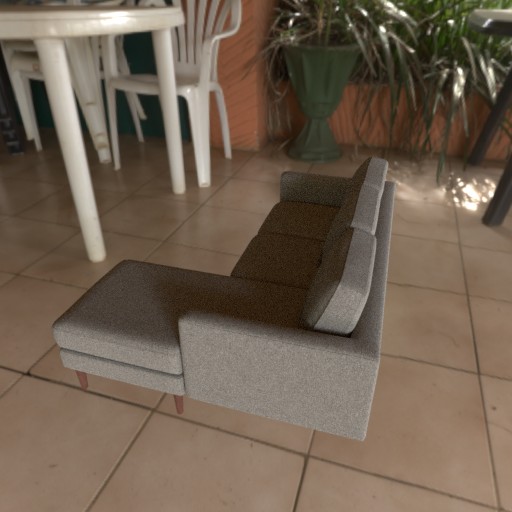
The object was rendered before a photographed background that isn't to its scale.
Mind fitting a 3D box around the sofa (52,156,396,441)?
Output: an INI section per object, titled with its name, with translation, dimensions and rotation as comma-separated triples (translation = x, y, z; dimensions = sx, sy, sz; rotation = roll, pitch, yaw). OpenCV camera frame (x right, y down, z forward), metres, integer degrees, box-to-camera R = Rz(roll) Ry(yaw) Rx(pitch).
[sofa]
translation = 0.000, 0.000, 2.944
dimensions = 1.667, 0.957, 2.055
rotation = 9, 32, 14
